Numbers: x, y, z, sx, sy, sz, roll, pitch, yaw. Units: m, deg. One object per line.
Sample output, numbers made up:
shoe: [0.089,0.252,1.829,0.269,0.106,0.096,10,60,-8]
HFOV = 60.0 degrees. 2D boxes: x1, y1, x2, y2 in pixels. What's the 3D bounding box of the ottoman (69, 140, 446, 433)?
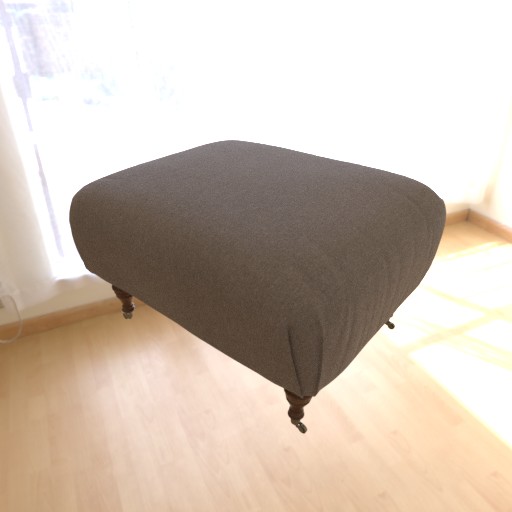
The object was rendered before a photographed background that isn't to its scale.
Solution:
ottoman: [0.000,0.000,1.121,0.747,0.450,0.622,22,37,33]
